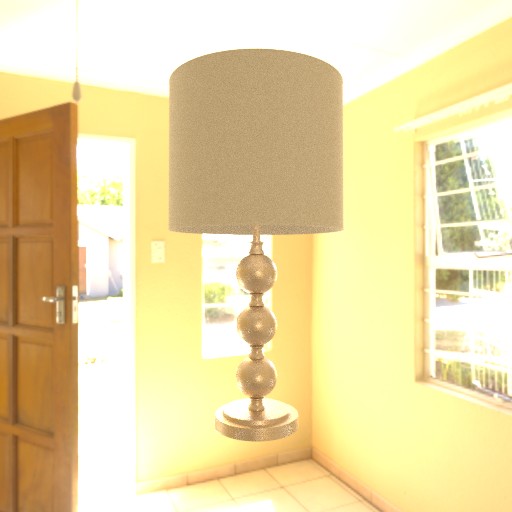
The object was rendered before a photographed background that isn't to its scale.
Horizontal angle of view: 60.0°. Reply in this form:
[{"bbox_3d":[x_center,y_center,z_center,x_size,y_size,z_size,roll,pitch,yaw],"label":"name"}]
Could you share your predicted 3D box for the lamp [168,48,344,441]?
[{"bbox_3d":[0.000,0.000,0.710,0.277,0.538,0.277,0,0,-35],"label":"lamp"}]
